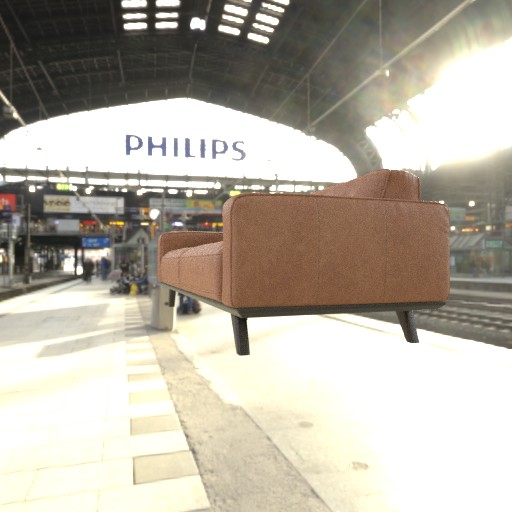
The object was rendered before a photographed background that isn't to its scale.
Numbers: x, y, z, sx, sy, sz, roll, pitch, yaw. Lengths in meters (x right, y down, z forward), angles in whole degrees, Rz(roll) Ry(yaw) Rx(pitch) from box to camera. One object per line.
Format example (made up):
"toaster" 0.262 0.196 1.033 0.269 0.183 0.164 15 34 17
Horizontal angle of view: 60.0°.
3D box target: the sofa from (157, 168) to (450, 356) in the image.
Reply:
"sofa" 0.000 0.000 2.718 0.953 0.780 2.270 0 -1 -19
